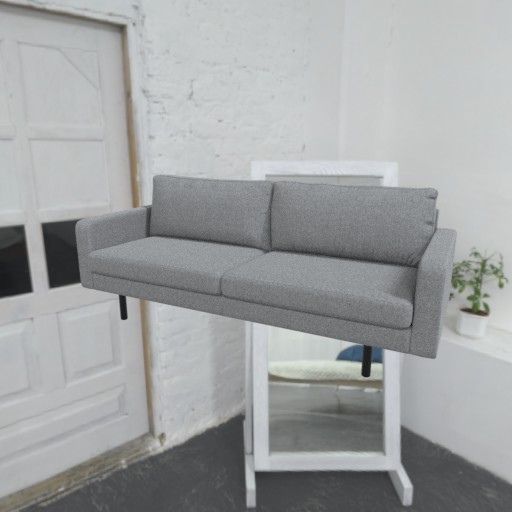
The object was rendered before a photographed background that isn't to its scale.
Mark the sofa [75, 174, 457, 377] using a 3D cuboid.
[{"bbox_3d":[0.000,0.000,2.738,2.200,0.880,0.880,8,17,25],"label":"sofa"}]
